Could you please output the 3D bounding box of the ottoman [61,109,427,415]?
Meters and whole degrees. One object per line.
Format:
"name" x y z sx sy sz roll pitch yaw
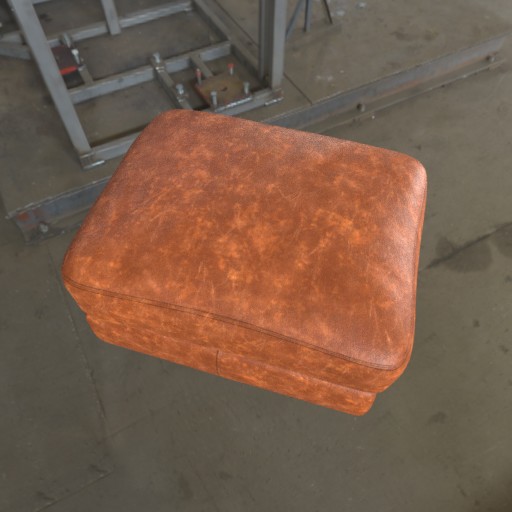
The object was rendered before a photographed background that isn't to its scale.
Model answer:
"ottoman" 0.000 0.000 1.262 0.832 0.562 0.657 14 58 9
